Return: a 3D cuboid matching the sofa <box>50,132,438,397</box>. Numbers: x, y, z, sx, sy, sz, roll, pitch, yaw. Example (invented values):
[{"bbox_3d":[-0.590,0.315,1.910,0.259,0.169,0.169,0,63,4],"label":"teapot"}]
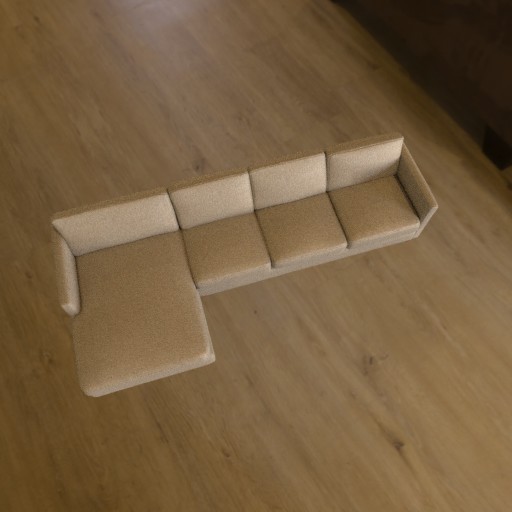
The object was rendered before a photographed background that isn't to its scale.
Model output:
[{"bbox_3d":[0.000,0.000,3.798,3.201,0.876,1.502,-15,65,-7],"label":"sofa"}]
